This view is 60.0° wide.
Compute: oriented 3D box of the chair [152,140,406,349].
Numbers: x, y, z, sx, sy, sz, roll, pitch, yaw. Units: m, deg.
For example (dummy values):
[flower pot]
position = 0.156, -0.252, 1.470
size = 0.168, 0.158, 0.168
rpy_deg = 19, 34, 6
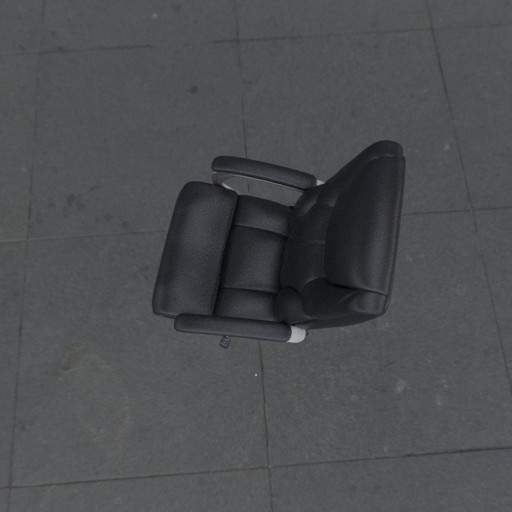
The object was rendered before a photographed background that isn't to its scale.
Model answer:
[chair]
position = 0.000, 0.000, 1.652
size = 0.739, 1.155, 0.663
rpy_deg = 10, 75, 3
